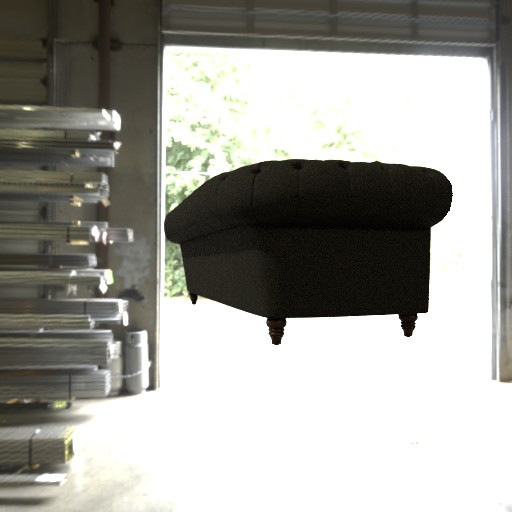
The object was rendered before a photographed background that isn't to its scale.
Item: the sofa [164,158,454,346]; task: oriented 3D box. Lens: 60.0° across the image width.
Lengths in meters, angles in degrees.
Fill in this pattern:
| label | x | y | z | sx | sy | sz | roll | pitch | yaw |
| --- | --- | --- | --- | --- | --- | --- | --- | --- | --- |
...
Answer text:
| label | x | y | z | sx | sy | sz | roll | pitch | yaw |
| --- | --- | --- | --- | --- | --- | --- | --- | --- | --- |
| sofa | 0.000 | 0.000 | 2.767 | 0.991 | 0.762 | 2.362 | 0 | -1 | -18 |
